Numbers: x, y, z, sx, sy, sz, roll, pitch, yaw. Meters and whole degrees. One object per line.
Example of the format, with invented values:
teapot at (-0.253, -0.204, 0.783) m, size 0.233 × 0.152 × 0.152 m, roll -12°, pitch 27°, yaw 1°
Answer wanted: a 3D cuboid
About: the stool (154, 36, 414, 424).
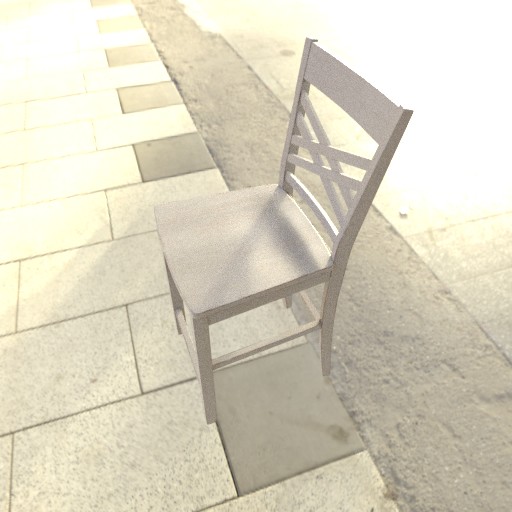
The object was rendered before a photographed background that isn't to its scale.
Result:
stool at (0.000, 0.000, 1.362) m, size 0.539 × 1.079 × 0.462 m, roll -15°, pitch 46°, yaw -15°
